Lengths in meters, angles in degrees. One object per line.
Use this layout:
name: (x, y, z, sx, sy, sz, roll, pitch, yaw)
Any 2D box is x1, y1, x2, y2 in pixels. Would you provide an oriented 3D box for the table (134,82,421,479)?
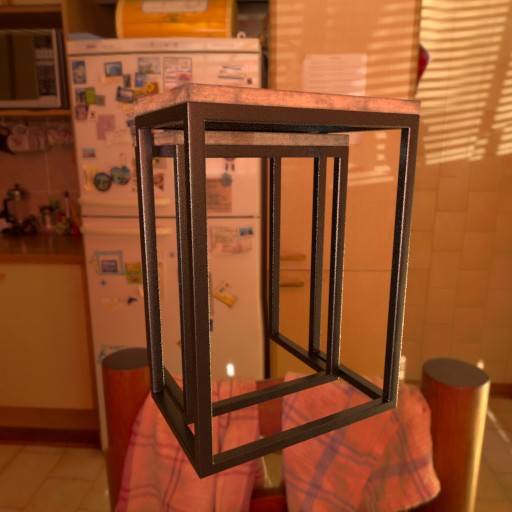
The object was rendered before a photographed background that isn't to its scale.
table: (0.000, 0.000, 0.953, 0.456, 0.615, 0.460, -6, 15, -26)
